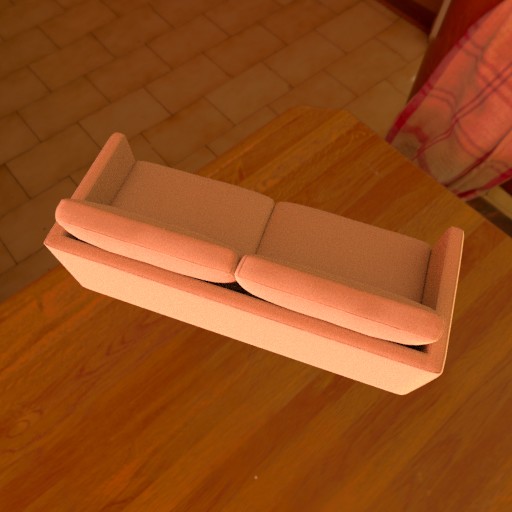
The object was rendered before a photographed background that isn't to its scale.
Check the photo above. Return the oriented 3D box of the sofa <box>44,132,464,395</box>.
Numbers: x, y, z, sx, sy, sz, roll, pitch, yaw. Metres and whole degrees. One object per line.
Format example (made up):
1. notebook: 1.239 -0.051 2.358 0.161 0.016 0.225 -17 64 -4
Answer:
1. sofa: 0.000 0.000 2.870 2.361 0.968 0.951 17 65 8
